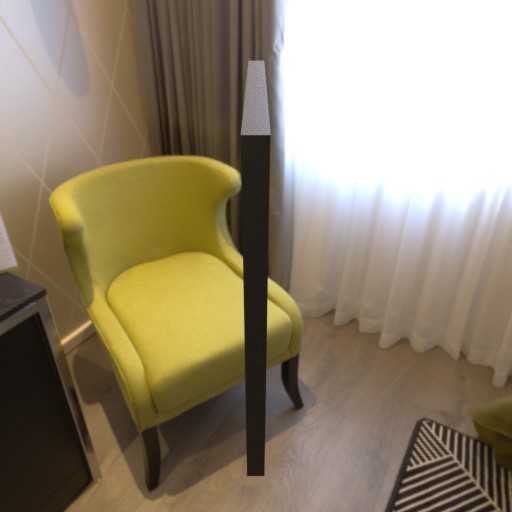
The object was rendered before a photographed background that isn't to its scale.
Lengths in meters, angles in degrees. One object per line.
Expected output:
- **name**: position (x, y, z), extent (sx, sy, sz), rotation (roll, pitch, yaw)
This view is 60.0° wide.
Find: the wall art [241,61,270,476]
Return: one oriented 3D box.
- **wall art**: position (0.000, 0.000, 0.767), extent (0.029, 0.559, 0.457), rotation (0, 32, 0)
